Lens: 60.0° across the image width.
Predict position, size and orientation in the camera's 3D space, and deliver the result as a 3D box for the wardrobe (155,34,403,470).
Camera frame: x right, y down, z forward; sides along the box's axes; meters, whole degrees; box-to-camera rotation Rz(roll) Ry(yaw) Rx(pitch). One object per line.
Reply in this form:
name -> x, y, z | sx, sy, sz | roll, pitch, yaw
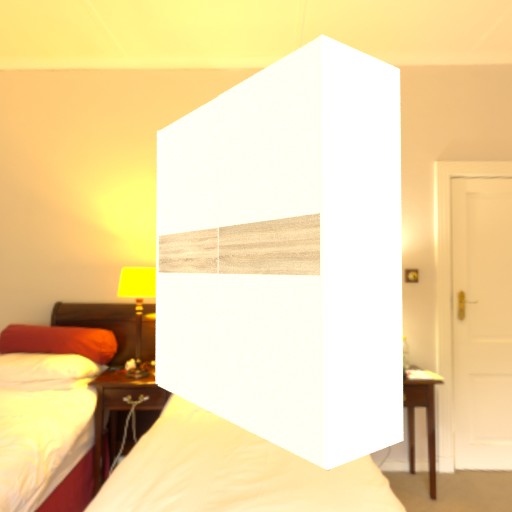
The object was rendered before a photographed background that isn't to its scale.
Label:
wardrobe -> 0.000, 0.000, 2.955 | 0.600, 2.020, 1.830 | 1, -2, -37
